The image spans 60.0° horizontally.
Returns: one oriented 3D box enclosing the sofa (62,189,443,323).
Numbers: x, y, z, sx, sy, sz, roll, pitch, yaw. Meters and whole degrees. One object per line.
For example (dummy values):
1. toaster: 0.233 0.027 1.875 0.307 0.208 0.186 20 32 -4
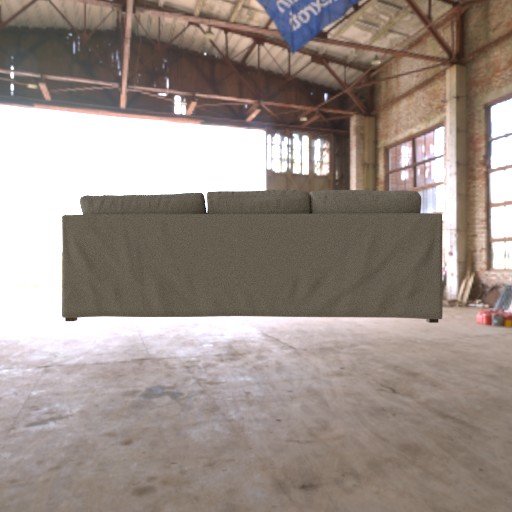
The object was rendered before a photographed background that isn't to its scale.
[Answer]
1. sofa: 0.000 0.000 4.365 2.432 0.871 3.182 0 0 1
